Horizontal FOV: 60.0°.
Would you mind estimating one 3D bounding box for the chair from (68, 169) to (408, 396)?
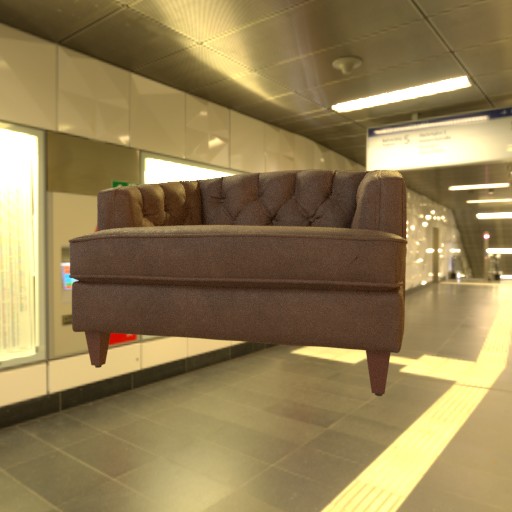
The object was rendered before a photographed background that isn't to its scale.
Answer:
[{"bbox_3d":[0.000,0.000,1.738,1.118,0.787,0.914,0,1,18],"label":"chair"}]
